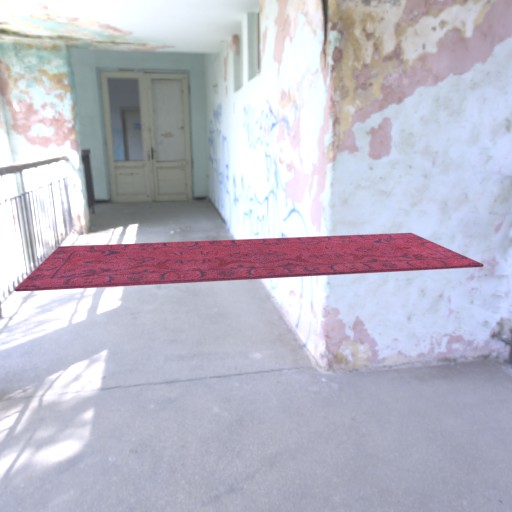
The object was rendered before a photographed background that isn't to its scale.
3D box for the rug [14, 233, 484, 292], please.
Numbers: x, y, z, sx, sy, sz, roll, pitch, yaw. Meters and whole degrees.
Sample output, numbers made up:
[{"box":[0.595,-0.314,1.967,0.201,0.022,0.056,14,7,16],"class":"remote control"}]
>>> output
[{"box":[0.000,0.000,2.658,2.439,0.018,0.813,-3,16,-9],"class":"rug"}]
